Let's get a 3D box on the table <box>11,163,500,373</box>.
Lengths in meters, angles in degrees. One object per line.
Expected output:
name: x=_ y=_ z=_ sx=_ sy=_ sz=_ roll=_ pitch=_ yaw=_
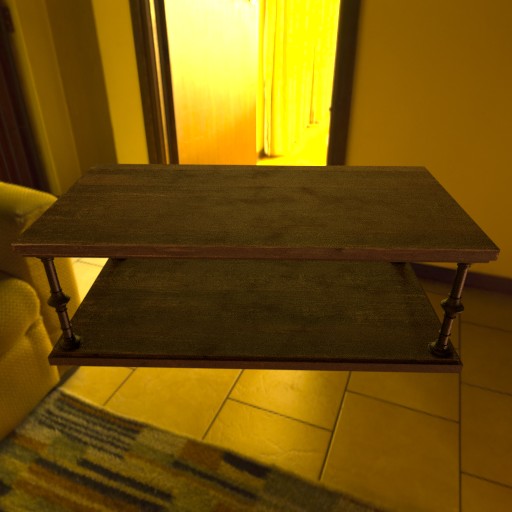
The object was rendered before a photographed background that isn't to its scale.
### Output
table: x=0.000 y=0.000 z=1.318 sx=1.088 sy=0.373 sz=0.554 roll=1 pitch=30 yaw=1
